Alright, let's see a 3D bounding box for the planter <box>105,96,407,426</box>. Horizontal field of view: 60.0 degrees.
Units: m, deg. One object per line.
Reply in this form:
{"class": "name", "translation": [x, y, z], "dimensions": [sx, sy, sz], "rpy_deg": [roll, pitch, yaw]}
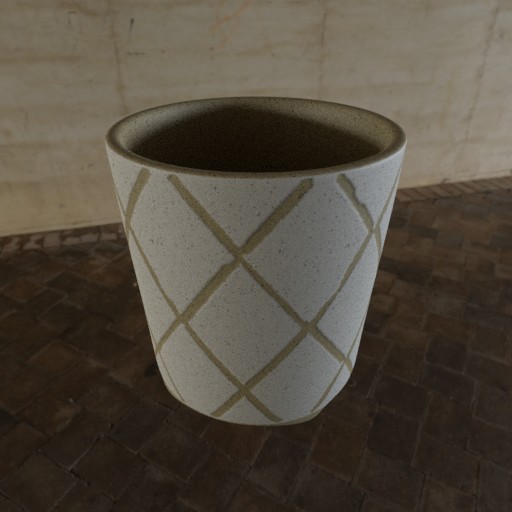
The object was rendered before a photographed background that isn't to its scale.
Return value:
{"class": "planter", "translation": [0.000, 0.000, 0.341], "dimensions": [0.191, 0.199, 0.191], "rpy_deg": [0, 31, 0]}
